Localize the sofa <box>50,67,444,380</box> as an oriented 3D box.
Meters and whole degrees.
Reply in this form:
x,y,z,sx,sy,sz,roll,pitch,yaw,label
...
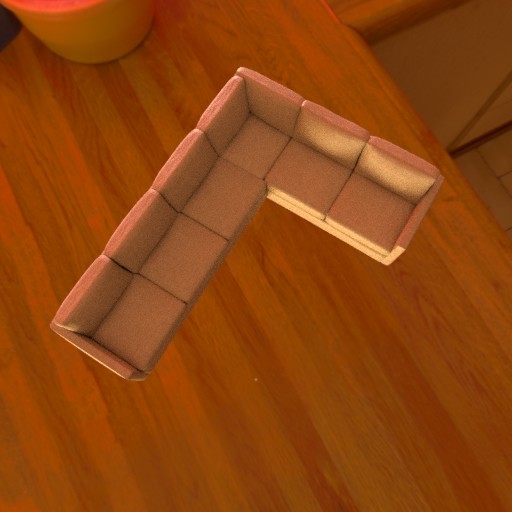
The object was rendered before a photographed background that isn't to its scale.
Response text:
x,y,z,sx,sy,sz,roll,pitch,yaw,label
0.000,0.000,4.510,2.522,0.934,3.333,31,77,8,sofa
